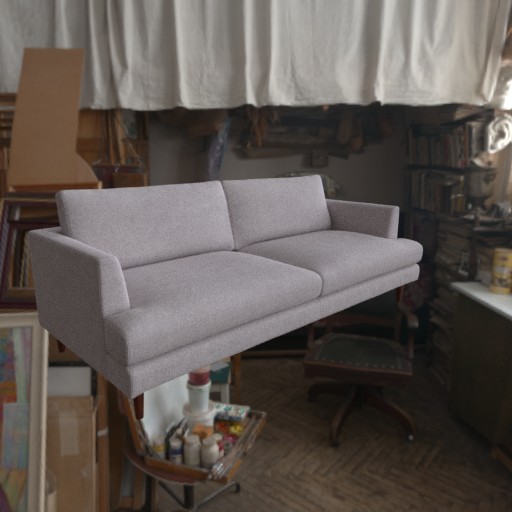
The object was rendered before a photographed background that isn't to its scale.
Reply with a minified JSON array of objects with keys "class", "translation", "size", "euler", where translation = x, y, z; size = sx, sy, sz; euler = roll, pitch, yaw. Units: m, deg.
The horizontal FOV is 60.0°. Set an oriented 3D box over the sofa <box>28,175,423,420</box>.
[{"class":"sofa","translation":[0.000,0.000,2.674],"size":[2.250,0.868,1.020],"euler":[-13,19,-42]}]
